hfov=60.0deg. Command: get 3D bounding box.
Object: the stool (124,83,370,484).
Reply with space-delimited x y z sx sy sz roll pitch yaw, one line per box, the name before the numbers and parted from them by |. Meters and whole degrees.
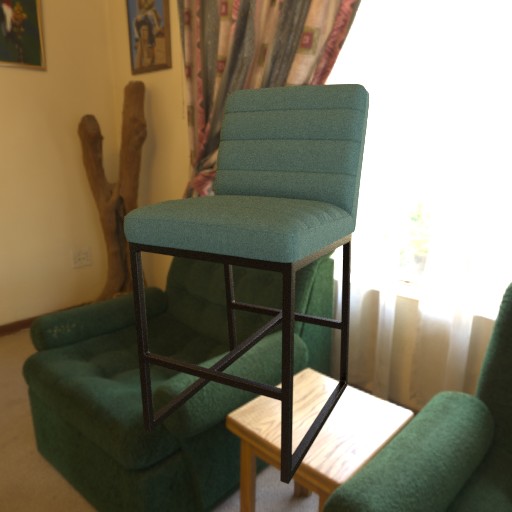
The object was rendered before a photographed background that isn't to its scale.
stool | 0.000 0.000 1.240 0.460 0.940 0.560 7 16 27
